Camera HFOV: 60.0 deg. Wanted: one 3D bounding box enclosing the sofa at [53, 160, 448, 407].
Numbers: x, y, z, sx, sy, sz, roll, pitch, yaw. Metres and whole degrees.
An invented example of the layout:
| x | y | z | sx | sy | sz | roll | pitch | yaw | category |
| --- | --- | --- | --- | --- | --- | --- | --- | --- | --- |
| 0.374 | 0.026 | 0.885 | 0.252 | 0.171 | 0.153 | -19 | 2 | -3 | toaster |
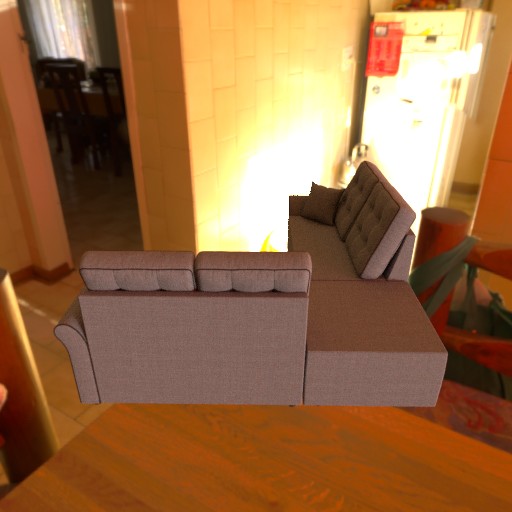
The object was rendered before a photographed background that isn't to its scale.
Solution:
| x | y | z | sx | sy | sz | roll | pitch | yaw | category |
| --- | --- | --- | --- | --- | --- | --- | --- | --- | --- |
| 0.000 | 0.000 | 3.238 | 2.070 | 0.988 | 2.068 | 0 | 27 | 1 | sofa |
